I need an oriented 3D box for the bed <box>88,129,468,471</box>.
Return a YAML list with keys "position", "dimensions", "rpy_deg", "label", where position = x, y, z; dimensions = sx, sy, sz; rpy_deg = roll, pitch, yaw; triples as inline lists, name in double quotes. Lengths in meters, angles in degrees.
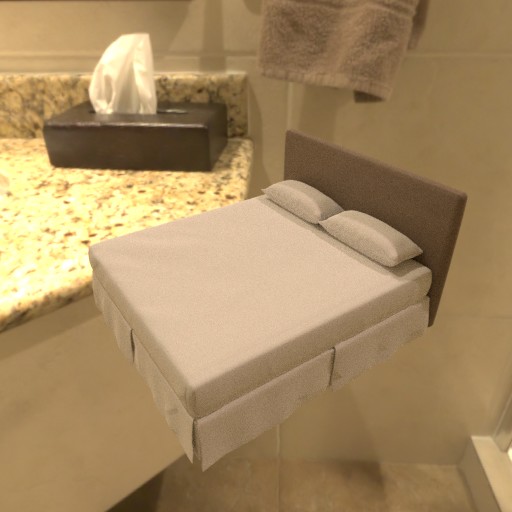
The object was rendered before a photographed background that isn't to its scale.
- position: [0.000, 0.000, 3.672]
  dimensions: [2.341, 1.317, 2.119]
  rpy_deg: [-20, 37, -29]
  label: "bed"
